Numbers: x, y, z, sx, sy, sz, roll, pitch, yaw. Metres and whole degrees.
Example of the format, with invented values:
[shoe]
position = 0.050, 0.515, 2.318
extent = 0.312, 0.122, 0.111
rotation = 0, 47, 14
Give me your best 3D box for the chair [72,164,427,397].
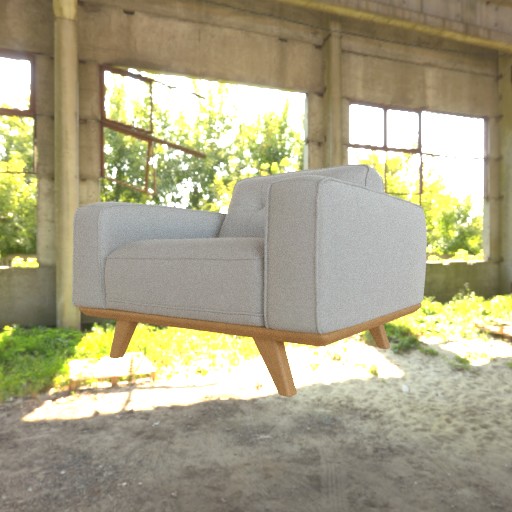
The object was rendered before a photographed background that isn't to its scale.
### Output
[chair]
position = 0.000, 0.000, 1.776
extent = 1.115, 0.779, 0.953
rotation = 0, 0, 36
